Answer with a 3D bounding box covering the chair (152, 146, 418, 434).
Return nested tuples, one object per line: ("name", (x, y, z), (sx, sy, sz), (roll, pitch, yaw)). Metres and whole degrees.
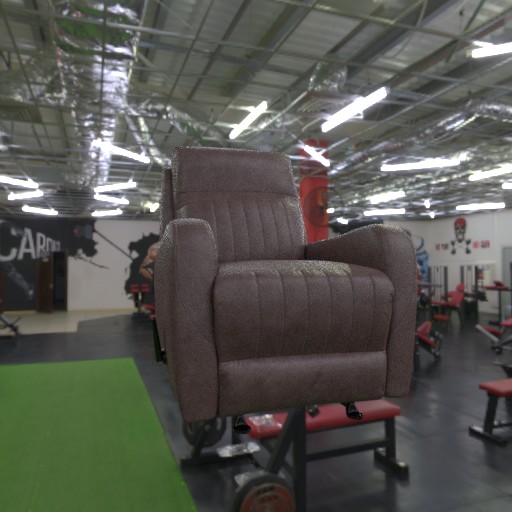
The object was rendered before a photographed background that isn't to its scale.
("chair", (0.000, 0.000, 1.806), (0.865, 1.067, 1.067), (0, -1, -18))
